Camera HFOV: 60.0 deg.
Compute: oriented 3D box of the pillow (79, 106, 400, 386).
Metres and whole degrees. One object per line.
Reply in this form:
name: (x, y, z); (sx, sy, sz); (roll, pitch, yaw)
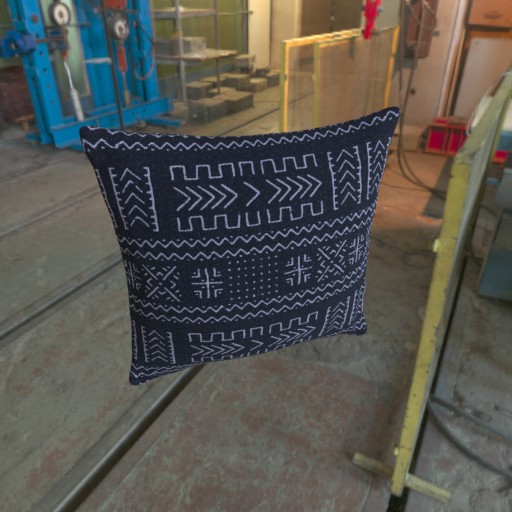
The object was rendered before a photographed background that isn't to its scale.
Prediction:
pillow: (0.000, 0.000, 0.683); (0.438, 0.430, 0.164); (-9, 32, -14)
